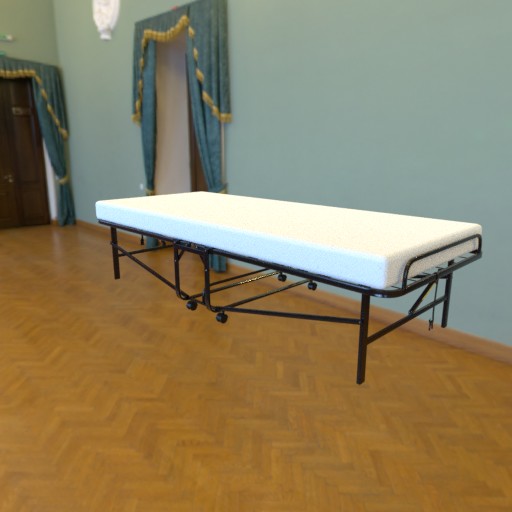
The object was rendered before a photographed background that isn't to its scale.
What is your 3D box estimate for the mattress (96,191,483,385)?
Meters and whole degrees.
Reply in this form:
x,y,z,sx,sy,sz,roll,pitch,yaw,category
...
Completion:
x,y,z,sx,sy,sz,roll,pitch,yaw,category
0.000,0.000,2.515,0.922,0.519,2.153,-14,20,-43,mattress
